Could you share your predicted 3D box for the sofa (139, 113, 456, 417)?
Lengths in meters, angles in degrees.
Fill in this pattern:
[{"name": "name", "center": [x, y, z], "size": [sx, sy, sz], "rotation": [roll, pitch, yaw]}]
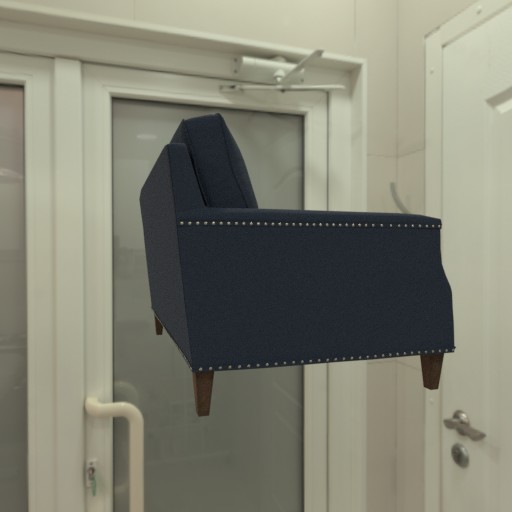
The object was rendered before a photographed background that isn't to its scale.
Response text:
[{"name": "sofa", "center": [0.000, 0.000, 2.231], "size": [1.084, 1.003, 1.597], "rotation": [0, 1, -18]}]
